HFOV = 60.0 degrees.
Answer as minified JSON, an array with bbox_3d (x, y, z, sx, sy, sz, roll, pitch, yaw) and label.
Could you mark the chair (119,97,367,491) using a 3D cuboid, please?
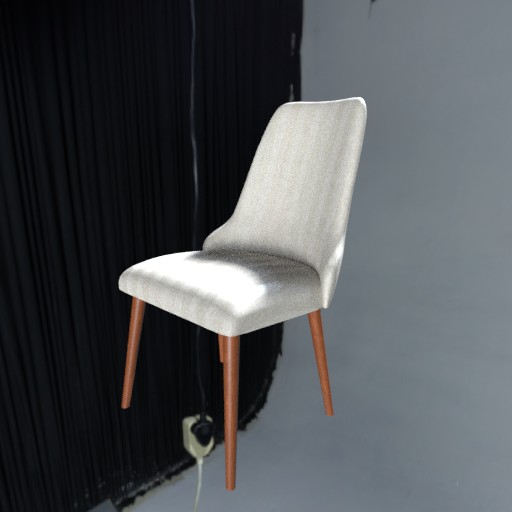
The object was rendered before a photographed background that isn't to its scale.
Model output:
[{"bbox_3d":[0.000,0.000,1.318,0.526,0.917,0.684,14,20,42],"label":"chair"}]
